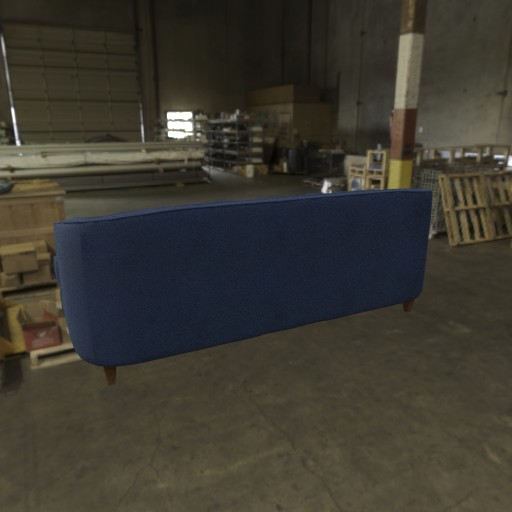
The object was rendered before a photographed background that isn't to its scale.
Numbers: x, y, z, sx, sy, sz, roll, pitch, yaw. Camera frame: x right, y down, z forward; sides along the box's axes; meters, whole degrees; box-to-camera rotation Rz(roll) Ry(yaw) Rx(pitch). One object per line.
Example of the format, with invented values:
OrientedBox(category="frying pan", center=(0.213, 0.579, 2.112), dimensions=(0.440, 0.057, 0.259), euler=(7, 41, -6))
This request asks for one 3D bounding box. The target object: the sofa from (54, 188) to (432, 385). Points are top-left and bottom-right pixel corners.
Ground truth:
OrientedBox(category="sofa", center=(0.000, 0.000, 2.768), dimensions=(2.278, 0.855, 0.941), euler=(-8, 18, -26))
